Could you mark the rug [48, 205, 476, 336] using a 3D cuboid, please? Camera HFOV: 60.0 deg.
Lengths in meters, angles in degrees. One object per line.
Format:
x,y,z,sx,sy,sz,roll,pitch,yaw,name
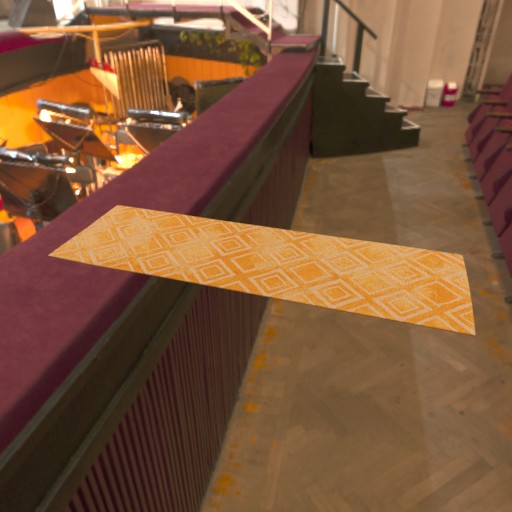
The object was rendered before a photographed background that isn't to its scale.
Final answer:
0.000,0.000,2.723,2.438,0.010,0.775,9,33,15,rug
